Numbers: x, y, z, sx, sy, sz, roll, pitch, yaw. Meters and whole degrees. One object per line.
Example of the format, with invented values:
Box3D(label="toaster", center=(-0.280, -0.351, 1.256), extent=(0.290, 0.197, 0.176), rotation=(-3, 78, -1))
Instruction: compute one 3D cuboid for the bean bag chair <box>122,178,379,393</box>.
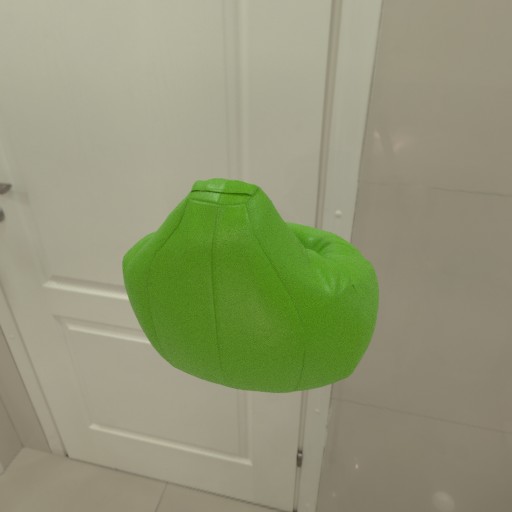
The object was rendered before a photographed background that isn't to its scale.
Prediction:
Box3D(label="bean bag chair", center=(0.000, 0.000, 1.887), extent=(1.070, 0.990, 1.070), rotation=(8, 33, 12))
